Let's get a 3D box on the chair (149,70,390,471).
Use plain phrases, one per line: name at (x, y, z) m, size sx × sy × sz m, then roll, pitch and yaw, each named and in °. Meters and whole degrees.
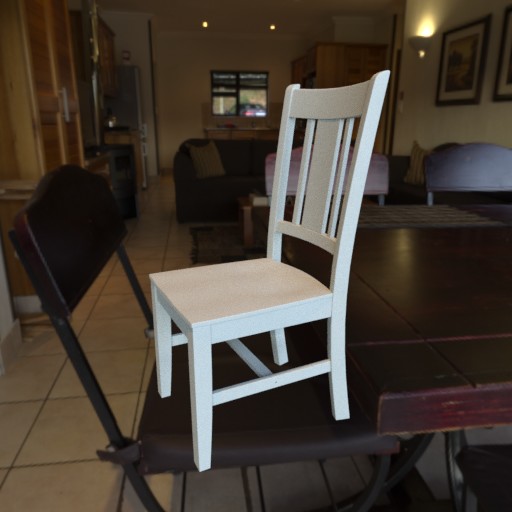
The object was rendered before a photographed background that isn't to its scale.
chair at (0.000, 0.000, 1.306) m, size 0.555 × 0.998 × 0.450 m, roll -8°, pitch 18°, yaw -26°
